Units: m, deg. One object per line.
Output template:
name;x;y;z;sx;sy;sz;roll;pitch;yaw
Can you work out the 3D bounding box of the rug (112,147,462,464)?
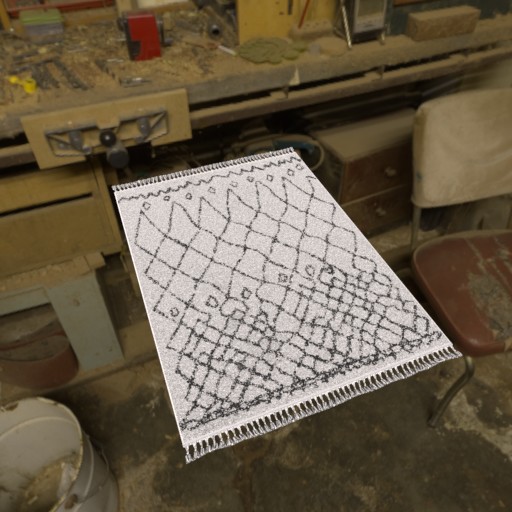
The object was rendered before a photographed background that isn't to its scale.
rug;0.000;0.000;3.052;1.613;0.017;2.312;-16;48;-15
